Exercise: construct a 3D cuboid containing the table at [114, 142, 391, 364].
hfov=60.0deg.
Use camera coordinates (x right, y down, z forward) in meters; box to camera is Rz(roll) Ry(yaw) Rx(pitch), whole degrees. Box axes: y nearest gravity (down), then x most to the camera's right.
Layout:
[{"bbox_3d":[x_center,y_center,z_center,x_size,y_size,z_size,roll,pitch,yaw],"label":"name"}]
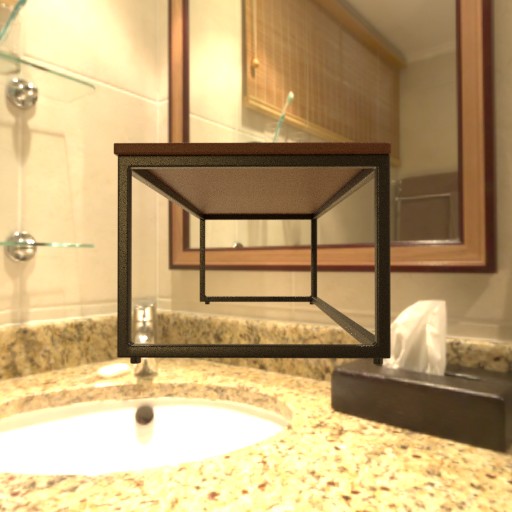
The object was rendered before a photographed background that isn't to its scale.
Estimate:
[{"bbox_3d":[0.000,0.000,1.344,0.500,0.400,1.100,0,0,1],"label":"table"}]
